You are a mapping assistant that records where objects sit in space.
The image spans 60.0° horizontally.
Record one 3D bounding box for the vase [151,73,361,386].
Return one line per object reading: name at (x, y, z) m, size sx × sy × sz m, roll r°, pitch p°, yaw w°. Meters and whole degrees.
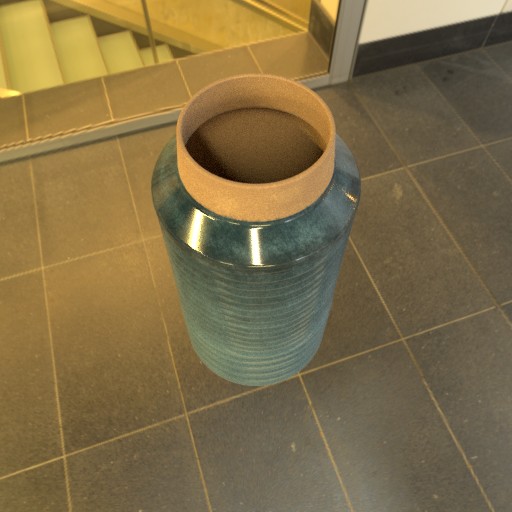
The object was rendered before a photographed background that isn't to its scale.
vase at (0.000, 0.000, 0.403) m, size 0.163 × 0.316 × 0.163 m, roll 0°, pitch 60°, yaw 0°
